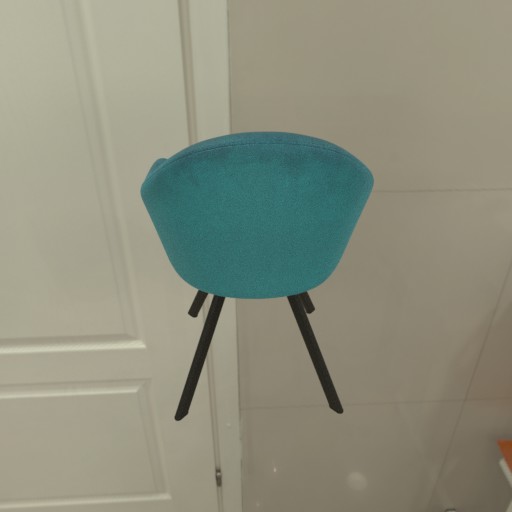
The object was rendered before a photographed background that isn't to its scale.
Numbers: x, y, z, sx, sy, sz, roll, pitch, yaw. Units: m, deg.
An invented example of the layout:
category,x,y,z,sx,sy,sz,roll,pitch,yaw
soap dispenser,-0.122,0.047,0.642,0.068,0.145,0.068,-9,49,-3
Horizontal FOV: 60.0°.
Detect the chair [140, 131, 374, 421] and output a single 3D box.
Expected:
category,x,y,z,sx,sy,sz,roll,pitch,yaw
chair,0.000,0.000,1.176,0.540,0.780,0.570,-2,30,-3
